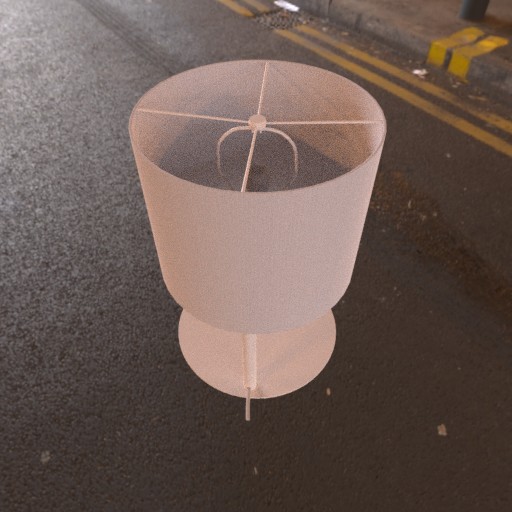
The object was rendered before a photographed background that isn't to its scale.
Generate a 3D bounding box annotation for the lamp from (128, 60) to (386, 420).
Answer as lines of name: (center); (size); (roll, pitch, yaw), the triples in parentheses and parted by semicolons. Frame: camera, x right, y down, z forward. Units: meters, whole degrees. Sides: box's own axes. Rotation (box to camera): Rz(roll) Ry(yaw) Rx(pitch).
lamp: (0.000, 0.000, 0.677); (0.299, 0.454, 0.341); (4, 47, 4)
